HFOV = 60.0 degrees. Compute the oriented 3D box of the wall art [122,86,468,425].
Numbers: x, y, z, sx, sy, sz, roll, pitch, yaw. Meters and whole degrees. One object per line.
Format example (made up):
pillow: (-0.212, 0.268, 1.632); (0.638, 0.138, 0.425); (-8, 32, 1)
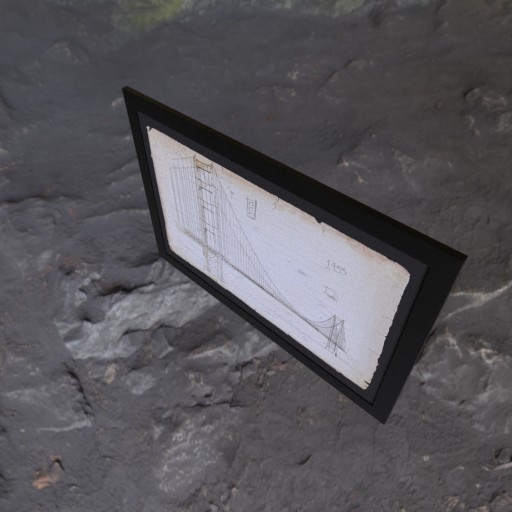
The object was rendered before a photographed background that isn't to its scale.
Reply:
wall art: (0.000, 0.000, 0.831); (0.660, 0.447, 0.013); (33, 54, 28)
